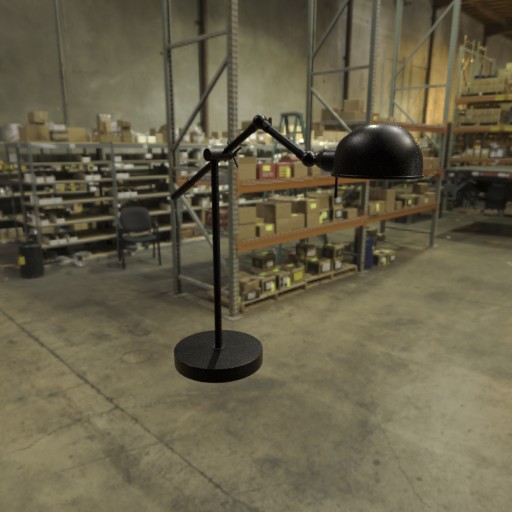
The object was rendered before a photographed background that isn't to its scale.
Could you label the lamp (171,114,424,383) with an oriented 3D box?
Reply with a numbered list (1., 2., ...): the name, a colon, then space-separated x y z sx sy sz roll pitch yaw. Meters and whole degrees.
1. lamp: 0.000 0.000 0.805 0.567 0.495 0.185 13 19 43
